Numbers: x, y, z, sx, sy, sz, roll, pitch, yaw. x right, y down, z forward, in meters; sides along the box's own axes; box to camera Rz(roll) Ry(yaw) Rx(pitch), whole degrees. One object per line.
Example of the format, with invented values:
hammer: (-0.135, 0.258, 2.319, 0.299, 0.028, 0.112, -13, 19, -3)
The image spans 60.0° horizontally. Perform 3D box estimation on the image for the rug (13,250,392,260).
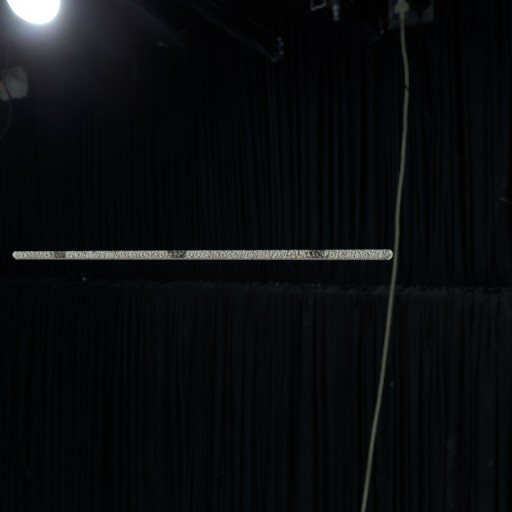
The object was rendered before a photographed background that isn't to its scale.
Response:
rug: (0.000, 0.000, 2.042, 1.200, 0.025, 1.600, 0, 0, 17)
